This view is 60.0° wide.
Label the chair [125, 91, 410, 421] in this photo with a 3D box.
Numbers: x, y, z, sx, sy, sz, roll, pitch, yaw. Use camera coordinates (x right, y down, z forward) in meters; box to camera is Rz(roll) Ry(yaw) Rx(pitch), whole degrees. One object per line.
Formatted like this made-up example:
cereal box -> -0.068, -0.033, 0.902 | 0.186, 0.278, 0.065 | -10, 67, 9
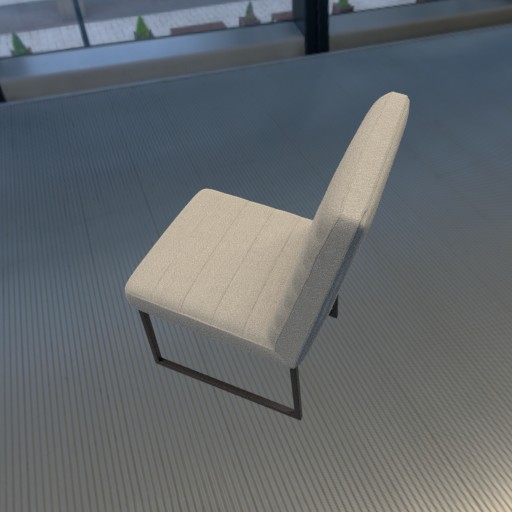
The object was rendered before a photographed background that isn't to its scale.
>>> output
chair -> 0.000, 0.000, 1.337 | 0.634, 0.930, 0.520 | 17, 49, 15
